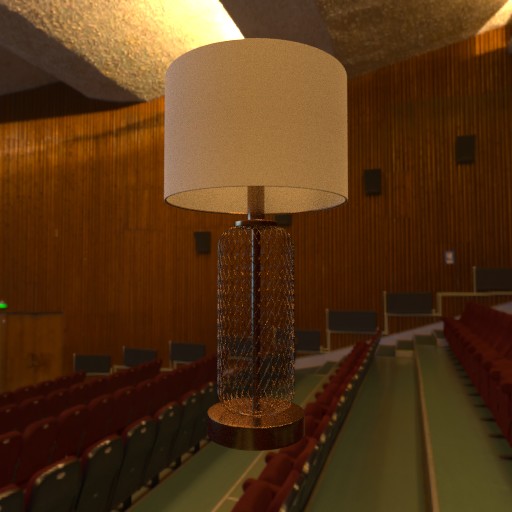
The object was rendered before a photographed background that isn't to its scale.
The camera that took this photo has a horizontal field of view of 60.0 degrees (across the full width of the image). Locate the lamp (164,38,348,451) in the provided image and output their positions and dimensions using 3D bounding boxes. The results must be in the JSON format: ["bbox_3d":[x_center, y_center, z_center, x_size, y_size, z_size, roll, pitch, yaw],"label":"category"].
[{"bbox_3d":[0.000,0.000,0.617,0.252,0.483,0.252,-1,-2,18],"label":"lamp"}]
